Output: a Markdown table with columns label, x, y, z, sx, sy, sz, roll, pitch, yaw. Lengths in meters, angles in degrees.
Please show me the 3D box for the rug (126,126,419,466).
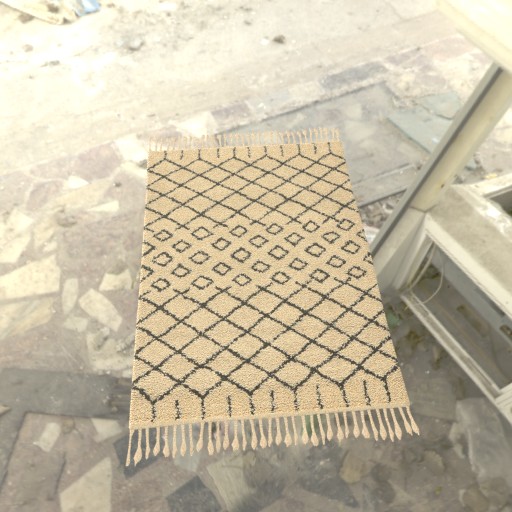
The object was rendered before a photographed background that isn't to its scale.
| label | x | y | z | sx | sy | sz | roll | pitch | yaw |
| --- | --- | --- | --- | --- | --- | --- | --- | --- | --- |
| rug | 0.000 | 0.000 | 3.162 | 1.664 | 0.029 | 2.615 | -4 | 58 | -3 |
